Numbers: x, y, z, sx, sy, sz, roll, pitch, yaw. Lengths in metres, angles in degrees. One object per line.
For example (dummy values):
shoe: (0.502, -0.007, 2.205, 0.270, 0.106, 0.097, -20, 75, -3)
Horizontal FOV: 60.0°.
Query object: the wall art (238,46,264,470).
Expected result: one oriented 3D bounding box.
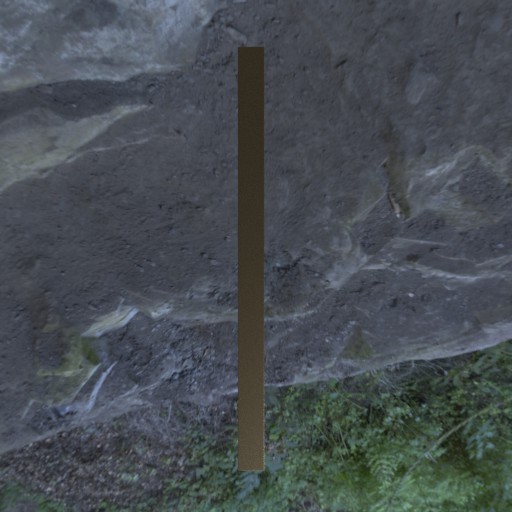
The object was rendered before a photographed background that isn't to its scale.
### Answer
wall art: (0.000, 0.000, 1.018, 0.038, 0.762, 0.610, 0, 91, 1)
